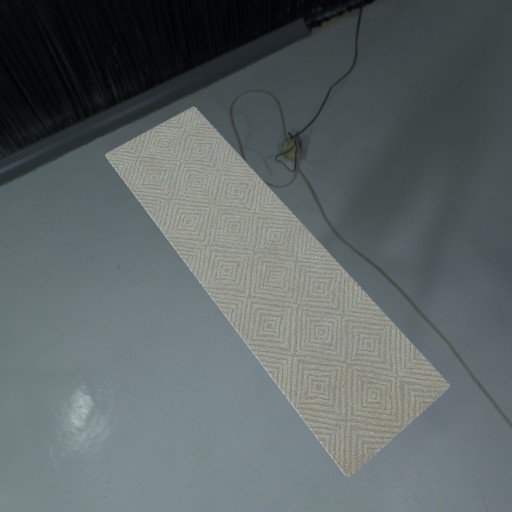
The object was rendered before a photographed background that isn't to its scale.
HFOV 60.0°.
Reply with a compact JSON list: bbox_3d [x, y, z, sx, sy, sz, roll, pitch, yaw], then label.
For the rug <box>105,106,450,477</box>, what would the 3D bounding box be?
[{"bbox_3d":[0.000,0.000,2.478,0.676,0.008,2.277,-34,69,-15],"label":"rug"}]
